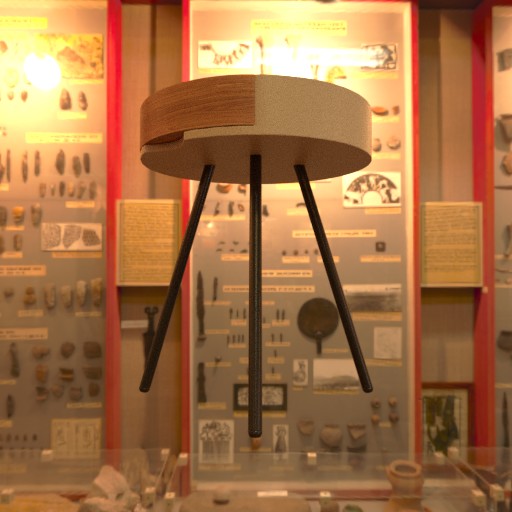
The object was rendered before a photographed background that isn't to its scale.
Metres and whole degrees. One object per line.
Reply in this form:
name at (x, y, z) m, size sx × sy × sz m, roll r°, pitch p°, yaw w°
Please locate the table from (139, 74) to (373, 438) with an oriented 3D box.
table at (0.000, 0.000, 0.854) m, size 0.450 × 0.525 × 0.450 m, roll 0°, pitch 0°, yaw 0°
